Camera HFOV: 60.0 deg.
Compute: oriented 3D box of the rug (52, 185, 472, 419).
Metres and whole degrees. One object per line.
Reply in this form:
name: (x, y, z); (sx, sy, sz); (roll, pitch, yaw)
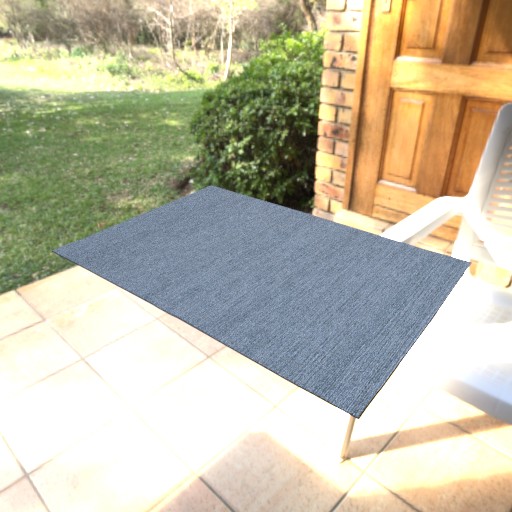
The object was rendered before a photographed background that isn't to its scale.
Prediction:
rug: (0.000, 0.000, 2.977); (2.338, 0.030, 1.616); (21, 36, 33)
